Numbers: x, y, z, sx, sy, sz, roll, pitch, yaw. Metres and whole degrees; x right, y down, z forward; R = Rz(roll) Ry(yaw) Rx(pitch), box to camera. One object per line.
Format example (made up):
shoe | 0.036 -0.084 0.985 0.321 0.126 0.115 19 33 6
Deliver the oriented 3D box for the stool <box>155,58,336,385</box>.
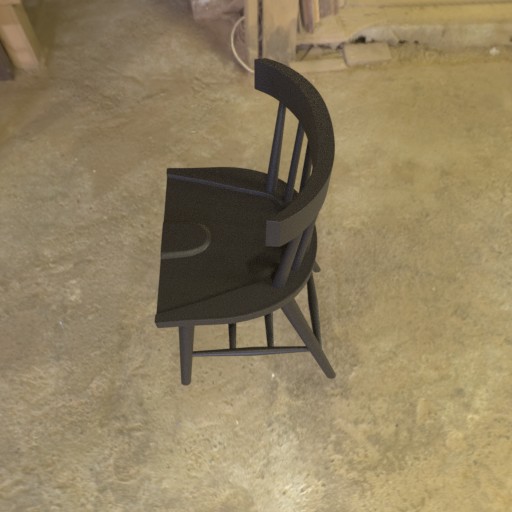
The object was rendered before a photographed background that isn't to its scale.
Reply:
stool | 0.000 0.000 1.284 0.549 0.953 0.494 -2 58 -1
